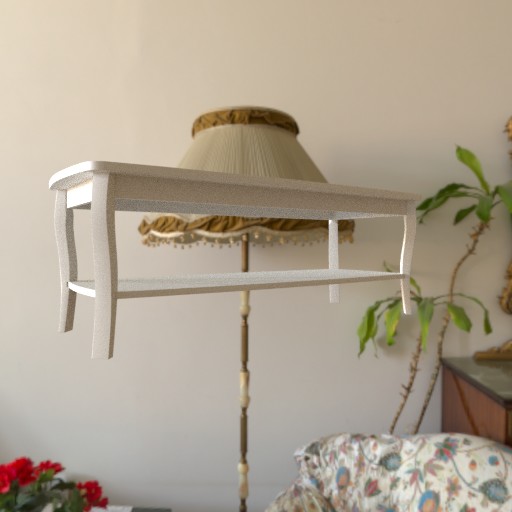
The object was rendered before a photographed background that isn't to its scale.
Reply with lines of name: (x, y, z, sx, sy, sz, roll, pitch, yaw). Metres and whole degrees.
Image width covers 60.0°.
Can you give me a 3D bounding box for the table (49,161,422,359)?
table: (0.000, 0.000, 1.600, 1.334, 0.474, 0.561, -1, 2, -35)
